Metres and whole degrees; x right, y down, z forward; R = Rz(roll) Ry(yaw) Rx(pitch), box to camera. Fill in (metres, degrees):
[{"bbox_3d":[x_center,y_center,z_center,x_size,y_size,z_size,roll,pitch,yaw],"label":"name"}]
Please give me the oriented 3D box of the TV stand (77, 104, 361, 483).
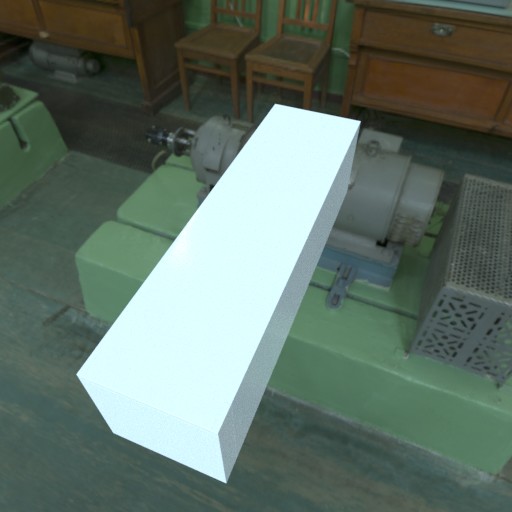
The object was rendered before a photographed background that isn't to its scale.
[{"bbox_3d":[0.000,0.000,1.740,0.410,0.440,1.500,17,50,15],"label":"TV stand"}]
